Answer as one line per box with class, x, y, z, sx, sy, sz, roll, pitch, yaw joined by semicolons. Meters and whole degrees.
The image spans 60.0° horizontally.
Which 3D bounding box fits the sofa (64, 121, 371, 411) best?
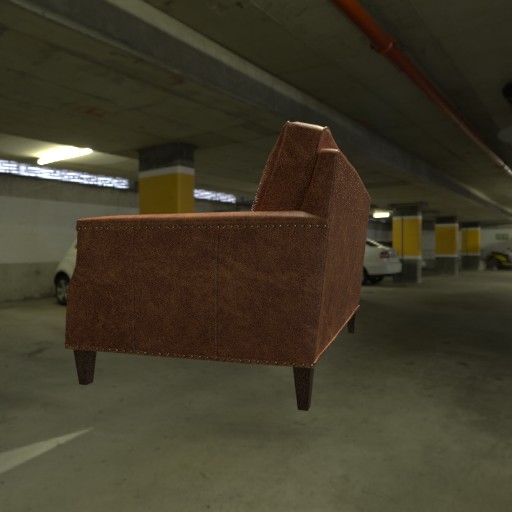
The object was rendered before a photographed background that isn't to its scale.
sofa;0.000;0.000;2.300;1.084;1.003;1.597;0;1;18
